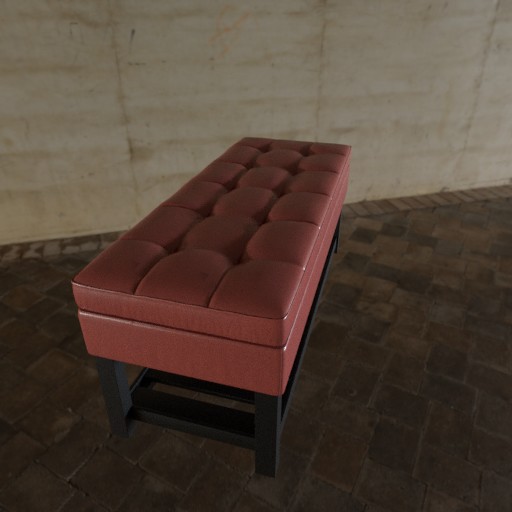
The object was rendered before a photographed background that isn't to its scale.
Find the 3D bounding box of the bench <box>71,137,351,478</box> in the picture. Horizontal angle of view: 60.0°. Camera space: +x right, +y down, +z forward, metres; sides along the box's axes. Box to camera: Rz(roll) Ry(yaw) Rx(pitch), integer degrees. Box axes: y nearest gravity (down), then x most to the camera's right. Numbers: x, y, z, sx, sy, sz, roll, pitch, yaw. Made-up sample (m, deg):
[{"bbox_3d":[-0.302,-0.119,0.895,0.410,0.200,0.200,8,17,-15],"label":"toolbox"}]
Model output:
[{"bbox_3d":[0.000,0.000,1.348,0.432,0.460,1.105,8,31,14],"label":"bench"}]
